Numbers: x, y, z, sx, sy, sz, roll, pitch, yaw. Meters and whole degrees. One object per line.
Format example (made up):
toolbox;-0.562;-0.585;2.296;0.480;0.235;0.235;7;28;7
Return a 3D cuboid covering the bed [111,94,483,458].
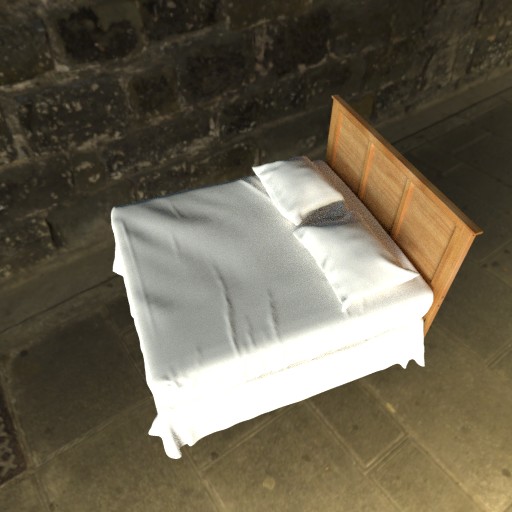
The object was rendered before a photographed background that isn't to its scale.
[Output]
bed;0.000;0.000;3.139;2.035;1.273;1.870;-16;49;-14
